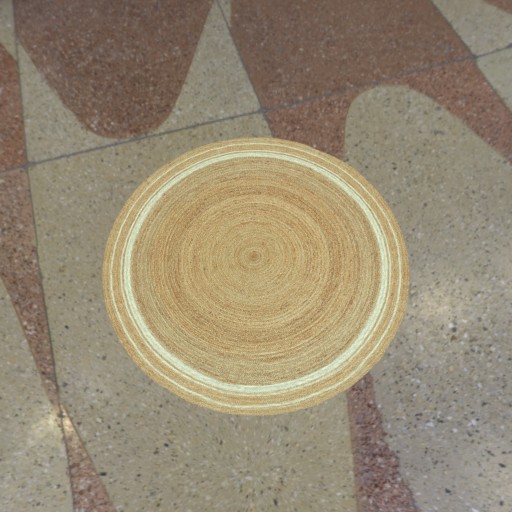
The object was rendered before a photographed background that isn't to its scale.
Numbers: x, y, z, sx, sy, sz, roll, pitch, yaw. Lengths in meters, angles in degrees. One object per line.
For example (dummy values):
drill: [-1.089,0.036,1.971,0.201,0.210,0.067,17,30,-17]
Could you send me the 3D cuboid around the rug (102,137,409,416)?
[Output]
rug: [0.000,0.000,3.572,2.444,0.015,2.444,0,64,0]
